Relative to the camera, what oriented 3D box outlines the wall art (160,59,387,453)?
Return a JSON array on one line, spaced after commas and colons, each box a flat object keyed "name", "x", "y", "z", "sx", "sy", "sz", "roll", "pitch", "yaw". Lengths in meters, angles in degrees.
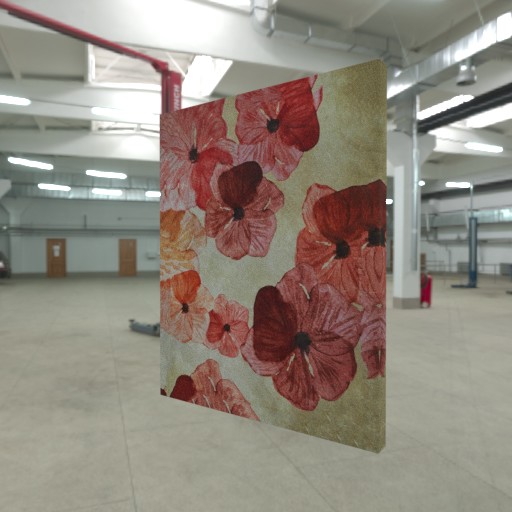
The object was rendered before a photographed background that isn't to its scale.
[{"name": "wall art", "x": 0.000, "y": 0.000, "z": 0.697, "sx": 0.406, "sy": 0.508, "sz": 0.028, "roll": 1, "pitch": 1, "yaw": 35}]
